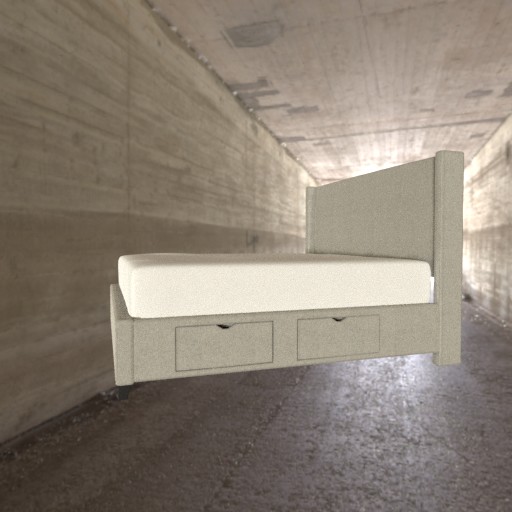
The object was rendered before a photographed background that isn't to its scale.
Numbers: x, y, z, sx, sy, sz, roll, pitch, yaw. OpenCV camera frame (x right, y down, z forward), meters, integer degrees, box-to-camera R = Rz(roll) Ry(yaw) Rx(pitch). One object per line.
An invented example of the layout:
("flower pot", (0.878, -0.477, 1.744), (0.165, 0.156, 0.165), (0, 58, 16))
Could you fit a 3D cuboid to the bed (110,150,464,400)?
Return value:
("bed", (0.000, 0.000, 3.677), (2.280, 1.470, 2.140), (-1, 2, -19))
